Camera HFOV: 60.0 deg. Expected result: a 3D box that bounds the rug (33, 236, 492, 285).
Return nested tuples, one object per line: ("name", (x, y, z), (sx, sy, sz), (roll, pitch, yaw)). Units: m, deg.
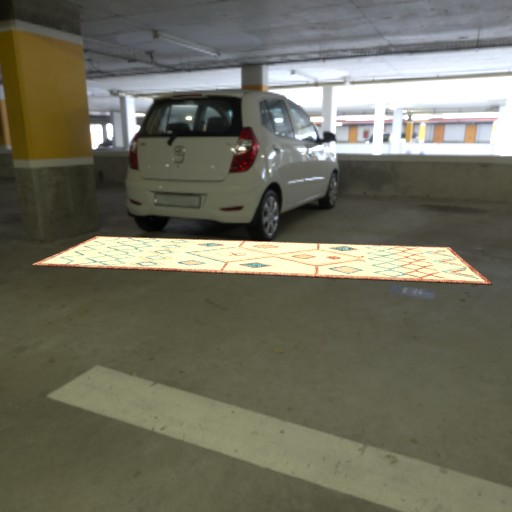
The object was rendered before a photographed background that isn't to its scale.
("rug", (0.000, 0.000, 2.684), (2.435, 0.011, 0.750), (2, 15, 8))
